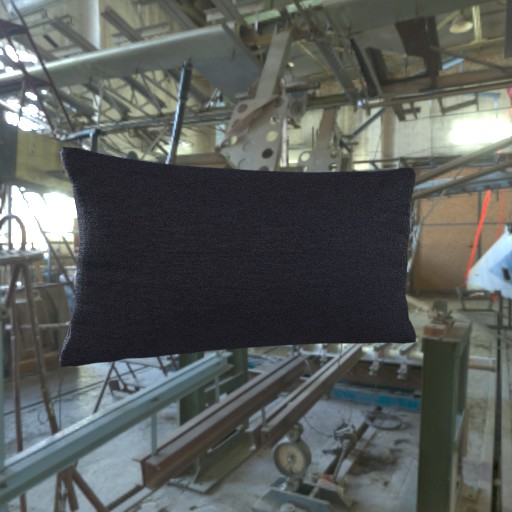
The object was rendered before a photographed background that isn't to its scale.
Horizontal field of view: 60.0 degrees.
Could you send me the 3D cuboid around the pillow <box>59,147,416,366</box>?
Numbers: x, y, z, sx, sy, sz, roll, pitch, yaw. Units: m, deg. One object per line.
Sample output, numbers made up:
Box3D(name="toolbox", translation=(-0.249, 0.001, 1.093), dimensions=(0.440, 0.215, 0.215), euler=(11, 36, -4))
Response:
Box3D(name="pillow", translation=(0.000, 0.000, 0.775), dimensions=(0.633, 0.338, 0.210), euler=(0, 1, -17))
